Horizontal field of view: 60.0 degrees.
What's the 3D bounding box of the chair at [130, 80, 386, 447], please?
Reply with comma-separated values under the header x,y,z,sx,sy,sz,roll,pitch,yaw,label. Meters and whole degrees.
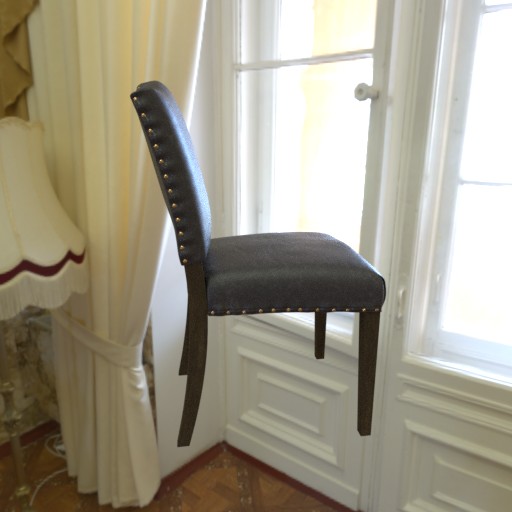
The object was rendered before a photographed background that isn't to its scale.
x,y,z,sx,sy,sz,roll,pitch,yaw,label
0.000,0.000,1.353,0.633,0.991,0.500,-3,16,-9,chair
